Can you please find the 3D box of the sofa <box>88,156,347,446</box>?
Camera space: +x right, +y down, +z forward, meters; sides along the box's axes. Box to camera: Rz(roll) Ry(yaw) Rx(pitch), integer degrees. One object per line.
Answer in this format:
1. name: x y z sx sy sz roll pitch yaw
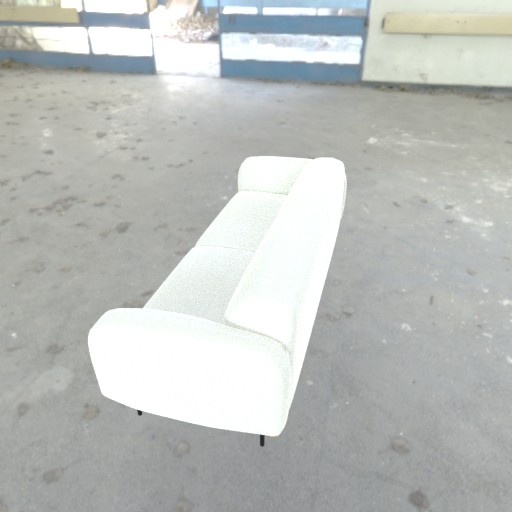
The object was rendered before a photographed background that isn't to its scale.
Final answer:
1. sofa: 0.000 0.000 2.725 0.870 0.780 2.280 8 32 14
